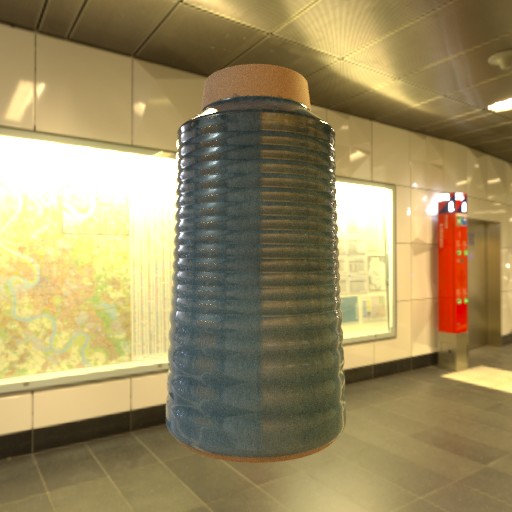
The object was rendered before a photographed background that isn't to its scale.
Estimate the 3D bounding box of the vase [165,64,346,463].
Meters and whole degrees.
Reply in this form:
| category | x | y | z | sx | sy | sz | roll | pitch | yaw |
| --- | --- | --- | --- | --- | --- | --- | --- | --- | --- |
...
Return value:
| category | x | y | z | sx | sy | sz | roll | pitch | yaw |
| --- | --- | --- | --- | --- | --- | --- | --- | --- | --- |
| vase | 0.000 | 0.000 | 0.411 | 0.163 | 0.316 | 0.163 | 0 | -1 | 0 |
